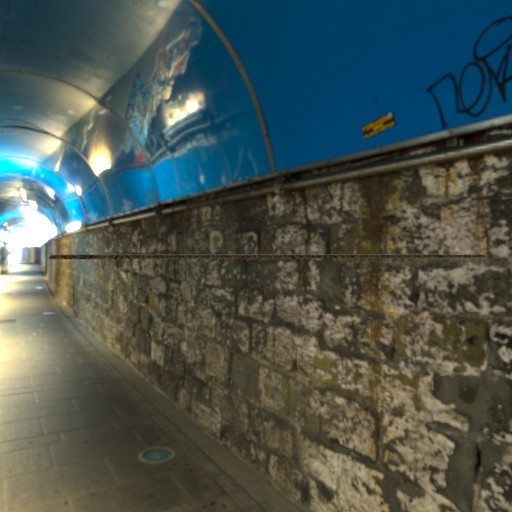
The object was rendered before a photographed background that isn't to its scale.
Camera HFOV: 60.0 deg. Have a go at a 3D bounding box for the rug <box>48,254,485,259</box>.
[{"bbox_3d":[0.000,0.000,2.219,1.761,0.014,1.143,0,0,-18],"label":"rug"}]
